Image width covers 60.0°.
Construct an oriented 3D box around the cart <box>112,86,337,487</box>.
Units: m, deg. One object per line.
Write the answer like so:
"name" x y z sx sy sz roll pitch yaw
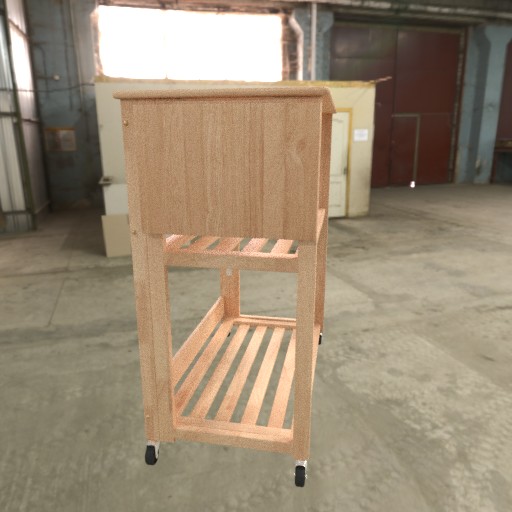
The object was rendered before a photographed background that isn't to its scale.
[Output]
"cart" 0.000 0.000 1.345 0.432 0.879 0.853 3 16 11
